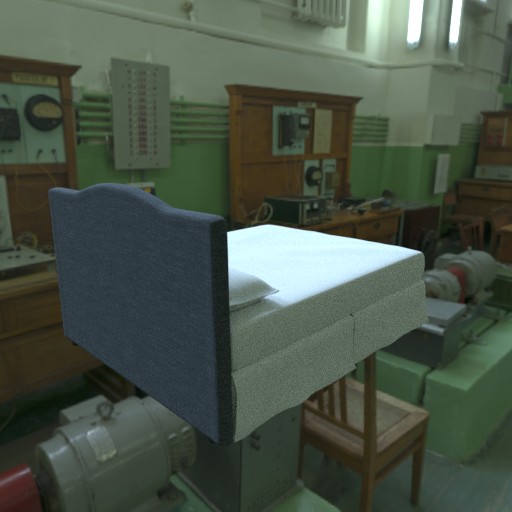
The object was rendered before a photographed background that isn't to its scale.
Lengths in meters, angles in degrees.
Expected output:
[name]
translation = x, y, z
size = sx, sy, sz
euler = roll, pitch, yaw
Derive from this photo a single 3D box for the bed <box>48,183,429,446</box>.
[bed]
translation = 0.000, 0.000, 3.948
size = 2.161, 1.457, 2.689
euler = 14, 20, 42
